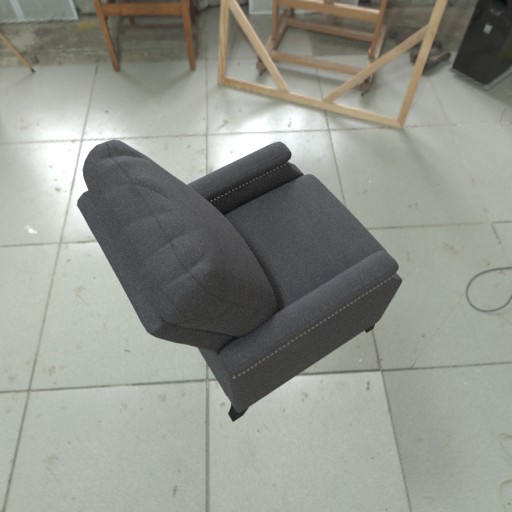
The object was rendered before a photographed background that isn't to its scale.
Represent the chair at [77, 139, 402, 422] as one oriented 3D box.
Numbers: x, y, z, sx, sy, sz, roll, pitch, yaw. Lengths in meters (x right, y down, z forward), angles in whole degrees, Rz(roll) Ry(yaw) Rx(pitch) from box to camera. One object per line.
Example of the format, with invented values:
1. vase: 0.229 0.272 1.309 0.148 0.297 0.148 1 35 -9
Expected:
1. chair: 0.000 0.000 1.606 0.922 1.049 0.710 -29 62 -17
